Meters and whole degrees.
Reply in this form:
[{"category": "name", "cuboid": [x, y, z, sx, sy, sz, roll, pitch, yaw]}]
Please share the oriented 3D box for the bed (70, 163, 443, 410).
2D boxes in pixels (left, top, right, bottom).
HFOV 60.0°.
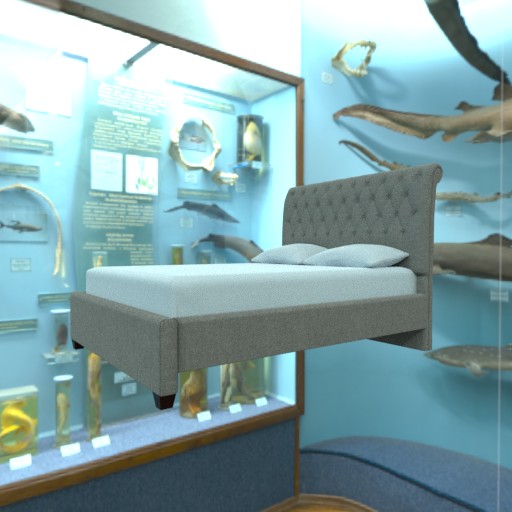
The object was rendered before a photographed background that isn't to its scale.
[{"category": "bed", "cuboid": [0.000, 0.000, 3.303, 2.252, 1.371, 1.645, -1, 1, -36]}]
